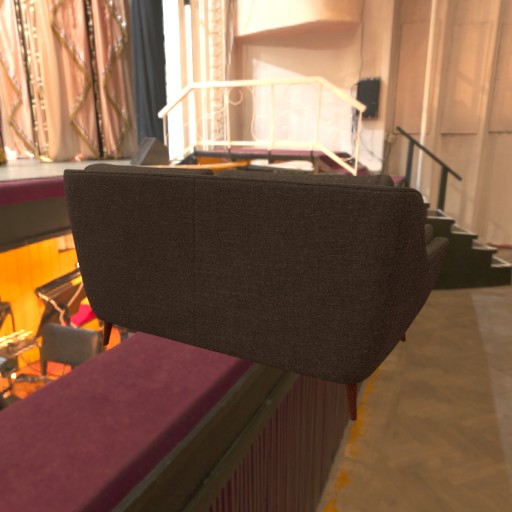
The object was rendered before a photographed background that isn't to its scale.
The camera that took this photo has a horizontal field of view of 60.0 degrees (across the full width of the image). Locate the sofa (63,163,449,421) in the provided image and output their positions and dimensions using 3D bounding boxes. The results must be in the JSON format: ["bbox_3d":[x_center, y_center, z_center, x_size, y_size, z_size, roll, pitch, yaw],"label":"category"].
[{"bbox_3d":[0.000,0.000,2.154,1.646,0.887,0.976,8,17,27],"label":"sofa"}]
